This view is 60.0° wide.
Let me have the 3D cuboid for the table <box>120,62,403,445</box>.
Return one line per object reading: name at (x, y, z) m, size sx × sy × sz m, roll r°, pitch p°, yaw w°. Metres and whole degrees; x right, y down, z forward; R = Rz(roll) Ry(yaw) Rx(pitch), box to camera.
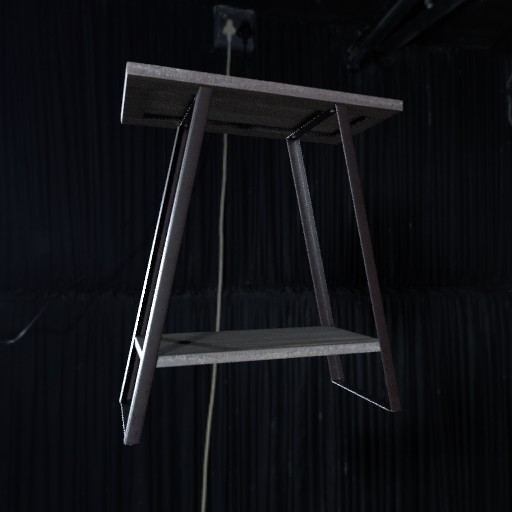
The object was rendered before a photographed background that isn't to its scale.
table at (0.000, 0.000, 1.039) m, size 0.599 × 0.701 × 0.300 m, roll 0°, pitch -1°, yaw -19°
